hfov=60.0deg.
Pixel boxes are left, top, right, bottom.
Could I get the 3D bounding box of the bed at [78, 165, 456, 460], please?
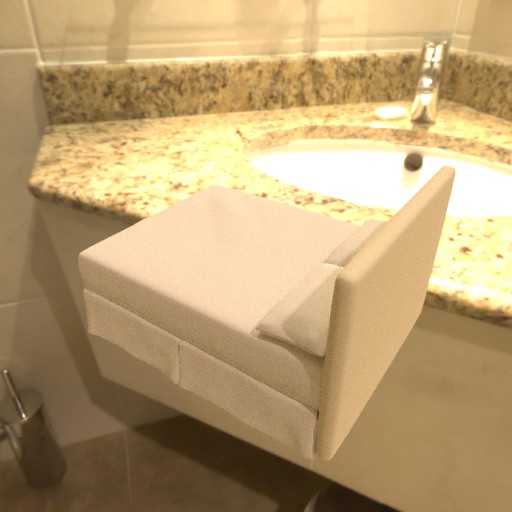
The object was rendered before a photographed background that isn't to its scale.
[{"bbox_3d":[0.000,0.000,3.234,2.147,1.330,1.714,20,37,29],"label":"bed"}]
